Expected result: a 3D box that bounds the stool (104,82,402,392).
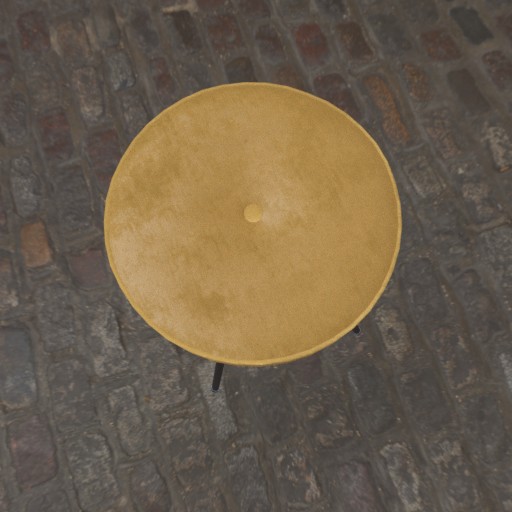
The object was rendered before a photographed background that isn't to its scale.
[{"bbox_3d":[0.000,0.000,0.905,0.438,0.595,0.472,-18,77,-4],"label":"stool"}]
